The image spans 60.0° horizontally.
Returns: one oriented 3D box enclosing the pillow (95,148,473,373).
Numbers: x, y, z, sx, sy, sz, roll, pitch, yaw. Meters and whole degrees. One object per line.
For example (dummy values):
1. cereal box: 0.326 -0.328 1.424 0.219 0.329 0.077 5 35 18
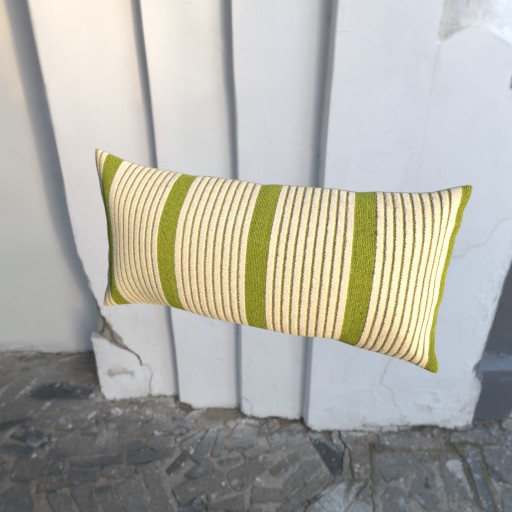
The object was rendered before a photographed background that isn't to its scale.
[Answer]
1. pillow: 0.000 0.000 0.726 0.608 0.292 0.156 9 29 16
